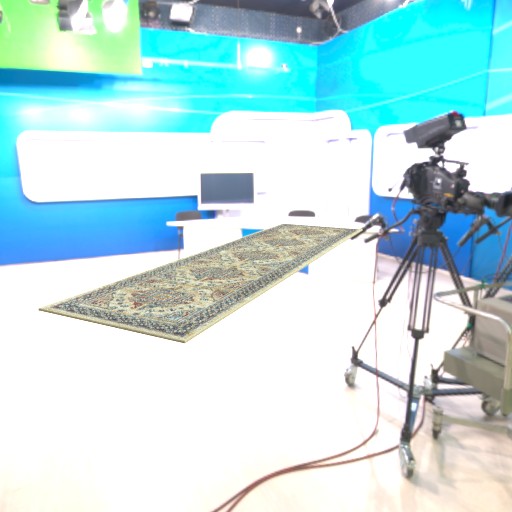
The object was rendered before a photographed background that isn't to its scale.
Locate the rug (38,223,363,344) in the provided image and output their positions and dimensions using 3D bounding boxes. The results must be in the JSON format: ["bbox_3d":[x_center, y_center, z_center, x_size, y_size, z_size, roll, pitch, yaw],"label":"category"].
[{"bbox_3d":[0.000,0.000,2.497,0.661,0.013,2.297,6,14,26],"label":"rug"}]
